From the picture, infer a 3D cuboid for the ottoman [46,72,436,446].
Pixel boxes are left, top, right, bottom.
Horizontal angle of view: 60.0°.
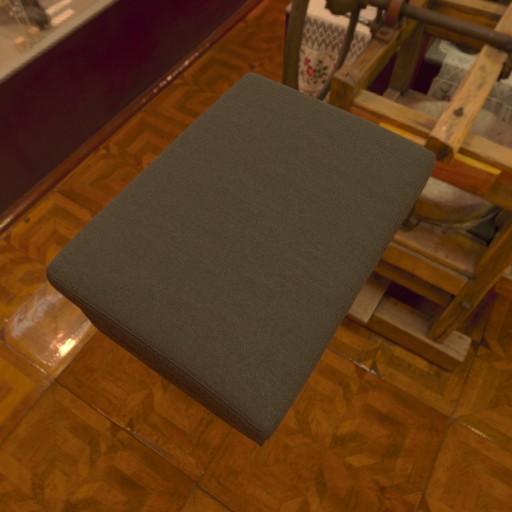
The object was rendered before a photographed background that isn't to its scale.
[{"bbox_3d":[0.000,0.000,1.150,0.569,0.500,0.771,30,64,17],"label":"ottoman"}]
